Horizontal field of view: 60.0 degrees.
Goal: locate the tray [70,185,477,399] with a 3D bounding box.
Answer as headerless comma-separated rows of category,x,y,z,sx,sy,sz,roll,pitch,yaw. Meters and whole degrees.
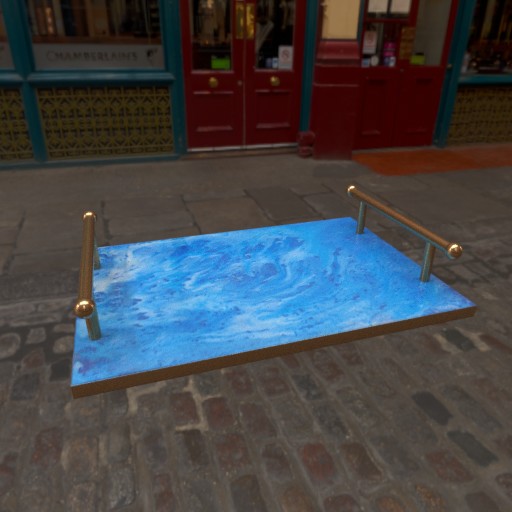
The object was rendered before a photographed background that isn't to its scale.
tray,0.000,0.000,0.573,0.444,0.084,0.304,-8,27,-16
